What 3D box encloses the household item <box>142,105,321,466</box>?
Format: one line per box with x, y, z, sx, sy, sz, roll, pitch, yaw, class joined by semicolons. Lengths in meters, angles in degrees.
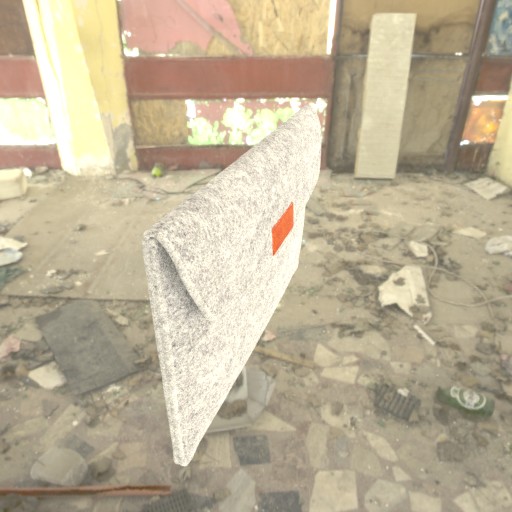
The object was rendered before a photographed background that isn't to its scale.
0.000;0.000;0.436;0.057;0.221;0.335;11;33;18;household item
